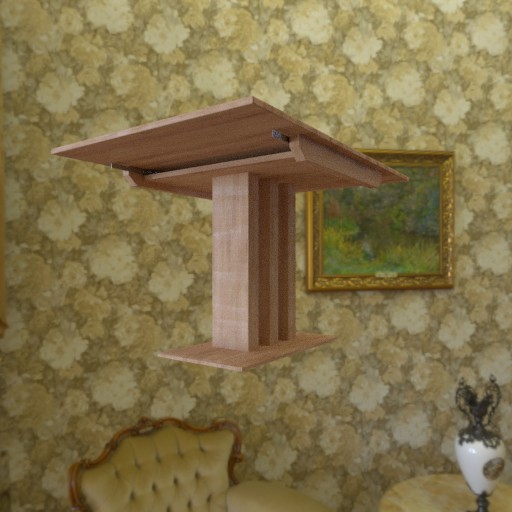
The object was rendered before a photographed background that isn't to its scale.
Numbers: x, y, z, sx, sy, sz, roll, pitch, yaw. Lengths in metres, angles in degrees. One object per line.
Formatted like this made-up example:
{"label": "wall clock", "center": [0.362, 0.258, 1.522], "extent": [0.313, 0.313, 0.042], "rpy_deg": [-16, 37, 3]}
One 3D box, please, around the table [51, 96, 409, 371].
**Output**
{"label": "table", "center": [0.000, 0.000, 1.872], "extent": [0.900, 0.770, 1.300], "rpy_deg": [-1, -1, 35]}
